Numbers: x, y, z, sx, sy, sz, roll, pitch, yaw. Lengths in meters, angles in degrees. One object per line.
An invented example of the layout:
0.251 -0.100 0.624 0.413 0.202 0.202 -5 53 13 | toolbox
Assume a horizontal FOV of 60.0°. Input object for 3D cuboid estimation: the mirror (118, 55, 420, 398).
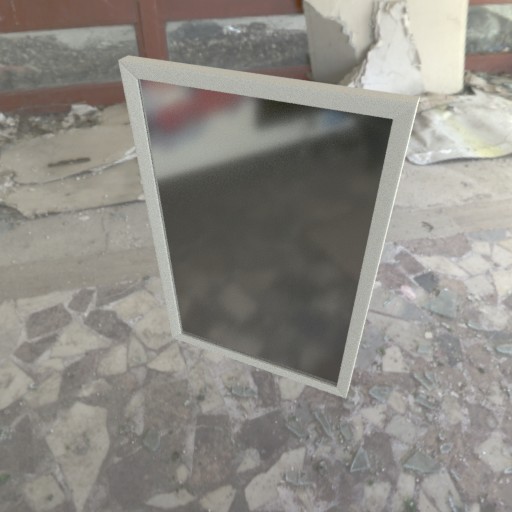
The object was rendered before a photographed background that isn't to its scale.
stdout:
0.000 0.000 1.153 0.609 0.914 0.041 15 43 17 | mirror
